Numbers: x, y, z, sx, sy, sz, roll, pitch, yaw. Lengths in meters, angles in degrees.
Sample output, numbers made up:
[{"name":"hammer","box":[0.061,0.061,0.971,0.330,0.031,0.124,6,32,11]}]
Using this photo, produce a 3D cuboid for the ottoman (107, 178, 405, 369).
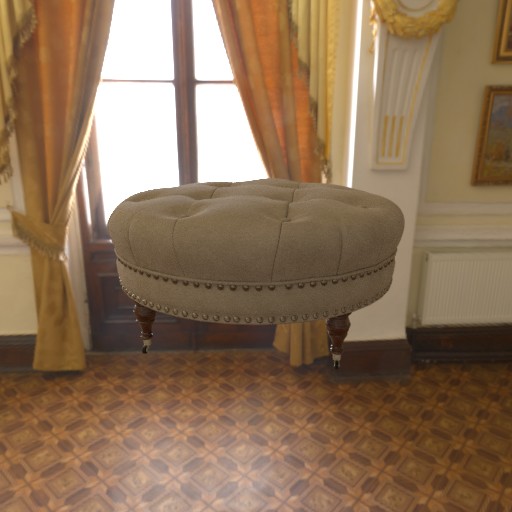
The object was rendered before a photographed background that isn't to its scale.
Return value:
[{"name":"ottoman","box":[0.000,0.000,1.424,0.901,0.439,0.901,0,16,0]}]
